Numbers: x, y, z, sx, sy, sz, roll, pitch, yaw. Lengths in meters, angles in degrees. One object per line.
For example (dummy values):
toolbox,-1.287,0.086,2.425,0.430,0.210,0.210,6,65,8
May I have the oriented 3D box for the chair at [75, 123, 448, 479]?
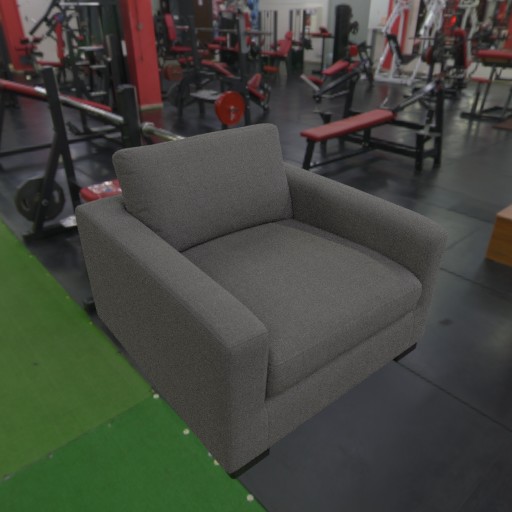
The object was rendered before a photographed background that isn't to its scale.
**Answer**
chair,0.000,0.000,1.836,1.070,0.847,1.100,-22,36,-33
